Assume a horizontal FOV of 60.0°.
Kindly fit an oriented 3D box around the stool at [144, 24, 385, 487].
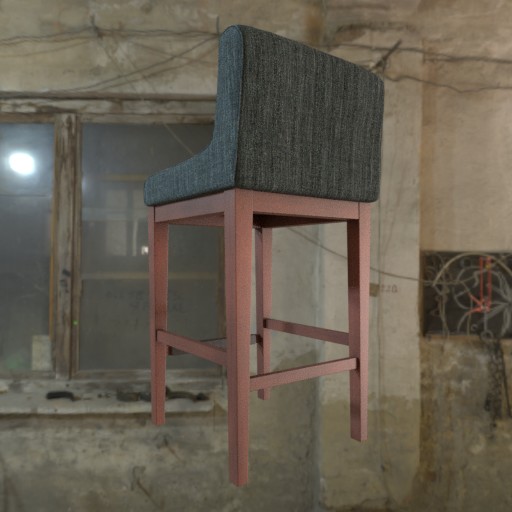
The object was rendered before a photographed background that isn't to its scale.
[{"bbox_3d":[0.000,0.000,1.054,0.395,0.835,0.459,0,0,-36],"label":"stool"}]
